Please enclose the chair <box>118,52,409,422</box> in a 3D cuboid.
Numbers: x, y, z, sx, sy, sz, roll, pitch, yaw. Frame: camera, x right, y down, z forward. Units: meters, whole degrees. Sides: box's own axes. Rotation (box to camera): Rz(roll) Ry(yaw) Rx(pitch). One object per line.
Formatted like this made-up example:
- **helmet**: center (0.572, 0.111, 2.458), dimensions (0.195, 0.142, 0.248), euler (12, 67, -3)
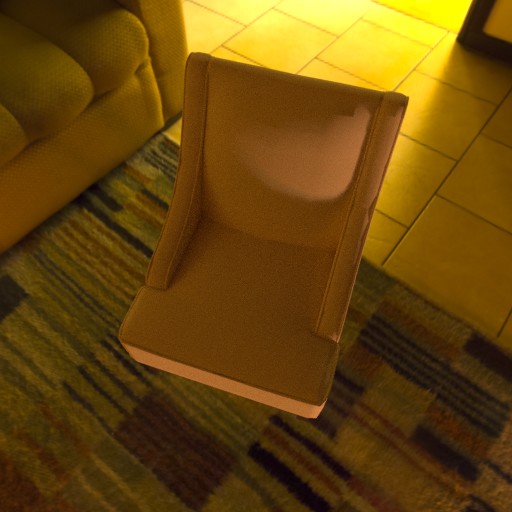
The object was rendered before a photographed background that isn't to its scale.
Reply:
- **chair**: center (0.000, 0.000, 1.488), dimensions (0.689, 0.886, 0.806), euler (15, 60, 9)
